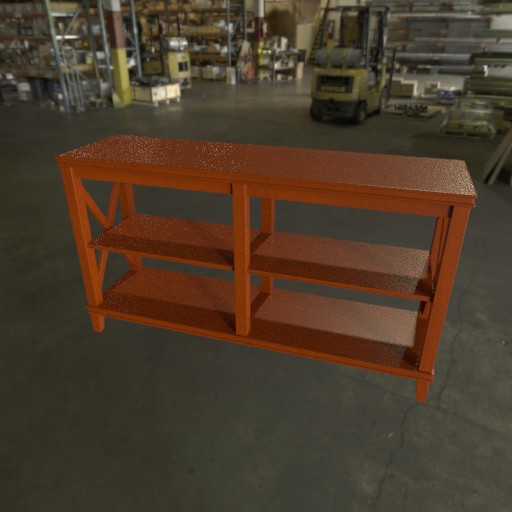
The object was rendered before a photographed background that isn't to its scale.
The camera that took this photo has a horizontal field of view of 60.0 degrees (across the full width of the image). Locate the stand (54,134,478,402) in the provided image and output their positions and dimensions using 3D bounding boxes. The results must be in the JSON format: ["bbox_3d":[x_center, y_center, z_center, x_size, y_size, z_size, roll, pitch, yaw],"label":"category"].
[{"bbox_3d":[0.000,0.000,1.709,1.372,0.762,0.381,8,28,16],"label":"stand"}]
